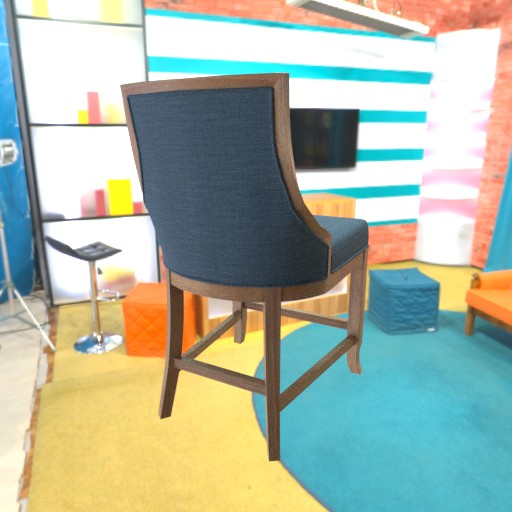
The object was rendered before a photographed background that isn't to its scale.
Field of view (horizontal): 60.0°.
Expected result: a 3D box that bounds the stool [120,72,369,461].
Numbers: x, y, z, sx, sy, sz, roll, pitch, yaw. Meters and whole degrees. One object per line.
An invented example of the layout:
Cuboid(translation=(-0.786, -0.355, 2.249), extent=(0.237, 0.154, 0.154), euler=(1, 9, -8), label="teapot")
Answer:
Cuboid(translation=(0.000, 0.000, 1.323), extent=(0.524, 0.938, 0.626), euler=(8, 17, 28), label="stool")
